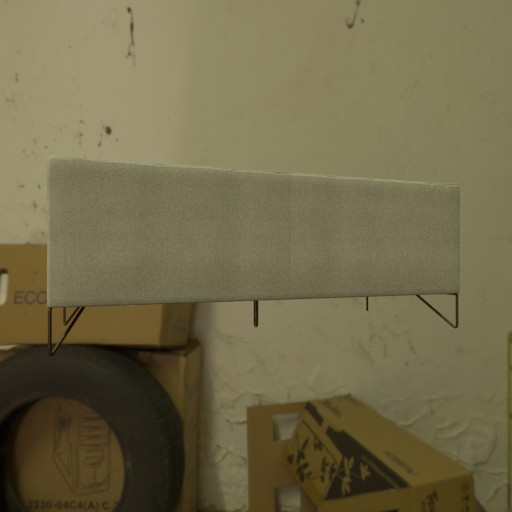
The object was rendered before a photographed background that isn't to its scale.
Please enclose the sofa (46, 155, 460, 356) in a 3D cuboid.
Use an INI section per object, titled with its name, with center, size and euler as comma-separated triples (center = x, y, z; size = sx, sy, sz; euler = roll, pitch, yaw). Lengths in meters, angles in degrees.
[sofa]
center = 0.000, 0.000, 2.491
size = 2.079, 0.798, 0.912
euler = 0, 0, -20
